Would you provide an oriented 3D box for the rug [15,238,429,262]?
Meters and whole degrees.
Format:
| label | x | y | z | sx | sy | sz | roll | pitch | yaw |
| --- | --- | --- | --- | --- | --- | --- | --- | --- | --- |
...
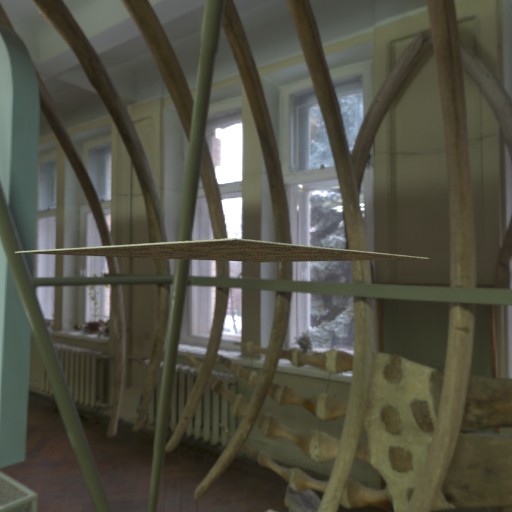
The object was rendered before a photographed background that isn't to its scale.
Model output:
| label | x | y | z | sx | sy | sz | roll | pitch | yaw |
| --- | --- | --- | --- | --- | --- | --- | --- | --- | --- |
| rug | 0.000 | 0.000 | 2.827 | 1.522 | 0.008 | 2.284 | -2 | -3 | 36 |
